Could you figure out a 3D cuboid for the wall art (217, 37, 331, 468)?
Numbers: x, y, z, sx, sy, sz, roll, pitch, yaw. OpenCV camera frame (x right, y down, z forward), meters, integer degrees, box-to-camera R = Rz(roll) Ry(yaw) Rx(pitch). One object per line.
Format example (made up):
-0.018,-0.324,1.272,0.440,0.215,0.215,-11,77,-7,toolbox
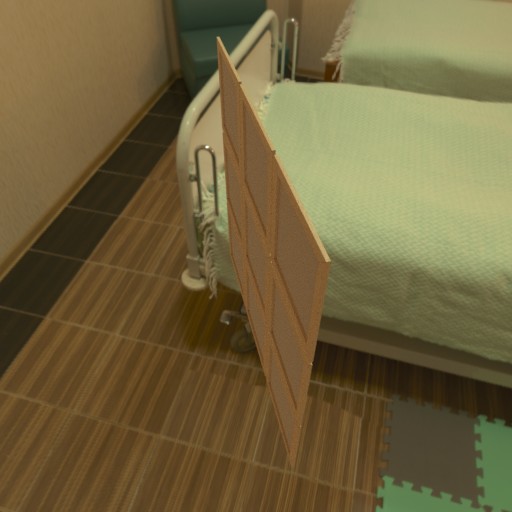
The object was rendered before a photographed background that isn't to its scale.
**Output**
0.000,0.000,2.168,0.014,1.507,1.519,-10,47,-10,wall art
